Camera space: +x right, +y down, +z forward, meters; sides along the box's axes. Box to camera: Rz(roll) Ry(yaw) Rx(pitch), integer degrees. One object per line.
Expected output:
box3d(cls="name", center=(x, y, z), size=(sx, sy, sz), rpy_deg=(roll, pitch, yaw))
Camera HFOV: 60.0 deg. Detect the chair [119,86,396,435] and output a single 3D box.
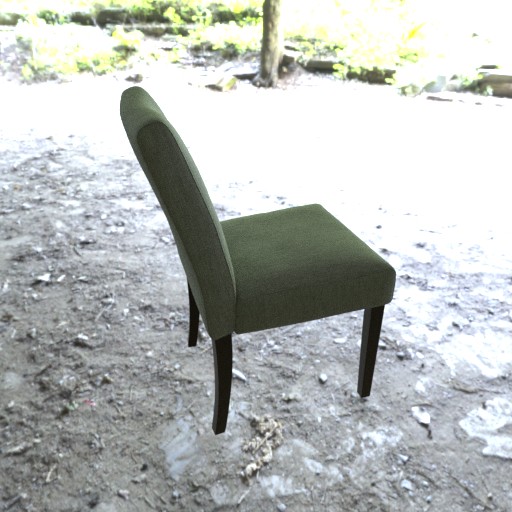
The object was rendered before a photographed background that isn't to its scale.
box3d(cls="chair", center=(0.000, 0.000, 1.263), size=(0.629, 0.884, 0.487), rpy_deg=(-9, 31, -16))
